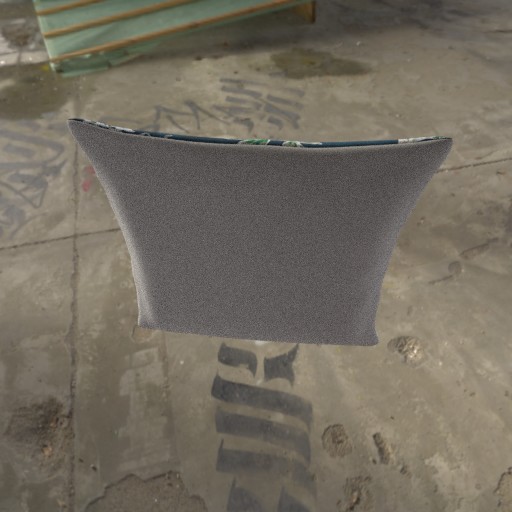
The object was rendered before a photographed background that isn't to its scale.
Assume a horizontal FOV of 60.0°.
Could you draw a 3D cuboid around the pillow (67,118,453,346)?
[{"bbox_3d":[0.000,0.000,0.782,0.525,0.508,0.166,4,47,4],"label":"pillow"}]
